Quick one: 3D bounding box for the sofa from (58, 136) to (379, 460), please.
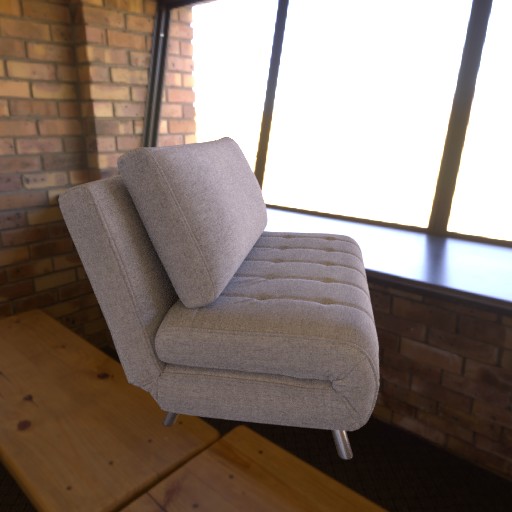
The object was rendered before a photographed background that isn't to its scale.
[{"bbox_3d":[0.000,0.000,1.806,0.910,0.910,1.220,3,17,10],"label":"sofa"}]
